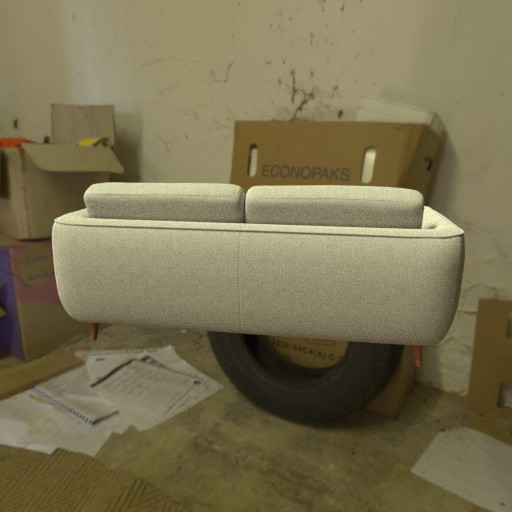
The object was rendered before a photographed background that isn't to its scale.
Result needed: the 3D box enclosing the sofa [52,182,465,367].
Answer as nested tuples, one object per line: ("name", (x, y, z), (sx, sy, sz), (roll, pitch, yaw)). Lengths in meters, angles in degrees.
("sofa", (0.000, 0.000, 2.457), (2.000, 0.850, 0.920), (3, 16, 9))
